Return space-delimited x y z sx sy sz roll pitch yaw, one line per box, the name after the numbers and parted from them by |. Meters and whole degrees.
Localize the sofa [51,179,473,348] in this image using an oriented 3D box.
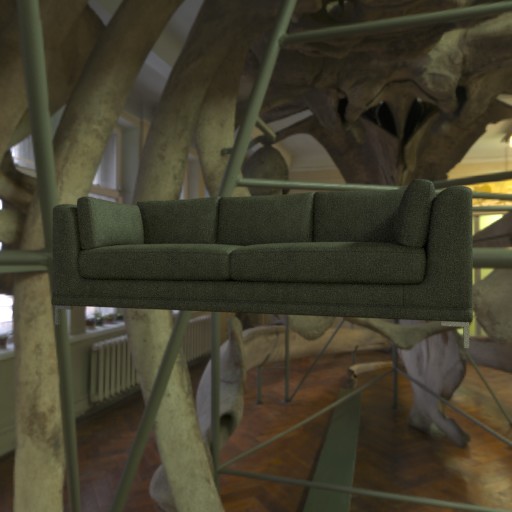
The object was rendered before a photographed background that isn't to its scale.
0.000 0.000 2.862 2.415 0.867 0.969 0 0 18 | sofa
